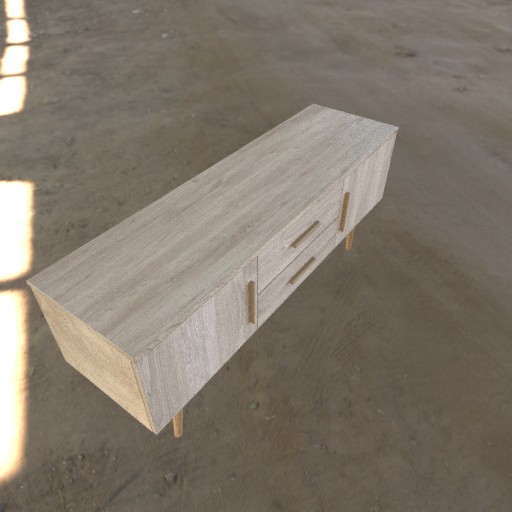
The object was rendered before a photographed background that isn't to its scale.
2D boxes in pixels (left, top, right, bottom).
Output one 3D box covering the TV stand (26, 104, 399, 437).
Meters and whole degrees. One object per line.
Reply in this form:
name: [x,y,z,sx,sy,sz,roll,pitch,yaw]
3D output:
TV stand: [0.000,0.000,1.550,0.401,0.565,1.313,26,48,27]
